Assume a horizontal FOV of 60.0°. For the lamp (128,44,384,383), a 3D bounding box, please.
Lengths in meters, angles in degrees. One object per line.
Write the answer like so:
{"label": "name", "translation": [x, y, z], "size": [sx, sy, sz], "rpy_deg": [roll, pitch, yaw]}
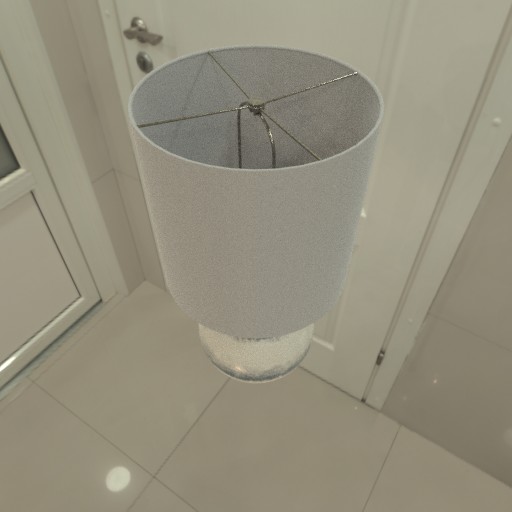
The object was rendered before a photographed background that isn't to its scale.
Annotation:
{"label": "lamp", "translation": [0.000, 0.000, 0.528], "size": [0.216, 0.404, 0.216], "rpy_deg": [26, 52, 22]}
